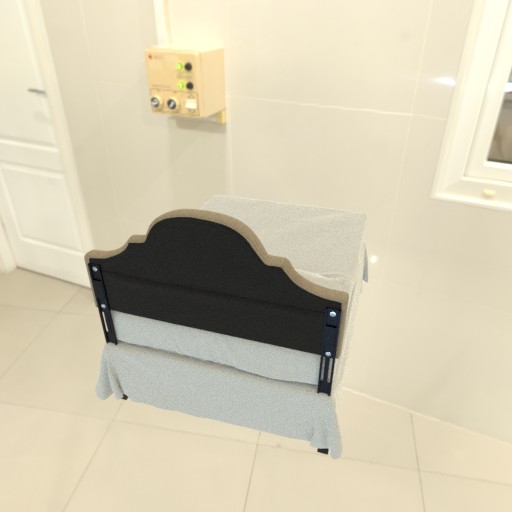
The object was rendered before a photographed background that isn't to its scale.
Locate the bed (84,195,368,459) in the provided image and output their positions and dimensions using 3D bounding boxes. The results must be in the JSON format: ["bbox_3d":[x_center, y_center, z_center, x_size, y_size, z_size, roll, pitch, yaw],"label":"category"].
[{"bbox_3d":[0.000,0.000,3.480,1.780,1.634,2.222,9,33,15],"label":"bed"}]
